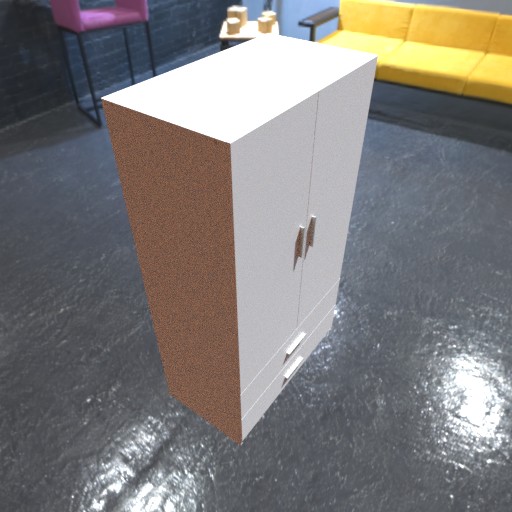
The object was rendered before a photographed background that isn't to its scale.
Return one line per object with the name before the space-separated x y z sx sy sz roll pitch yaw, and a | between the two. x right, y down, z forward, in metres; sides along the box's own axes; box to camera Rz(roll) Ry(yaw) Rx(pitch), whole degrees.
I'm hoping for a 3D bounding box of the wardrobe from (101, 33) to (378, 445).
wardrobe | 0.000 0.000 2.263 0.577 1.808 0.991 26 47 27
